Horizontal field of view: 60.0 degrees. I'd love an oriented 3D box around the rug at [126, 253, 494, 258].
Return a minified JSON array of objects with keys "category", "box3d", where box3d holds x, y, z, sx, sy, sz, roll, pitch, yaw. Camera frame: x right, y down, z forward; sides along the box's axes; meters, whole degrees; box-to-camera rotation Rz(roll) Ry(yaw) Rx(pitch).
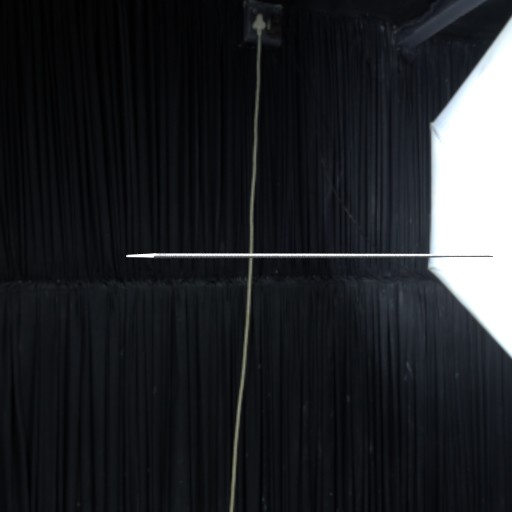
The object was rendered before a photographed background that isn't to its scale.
[{"category":"rug","box3d":[0.000,0.000,3.424,1.819,0.018,2.746,0,0,-18]}]
